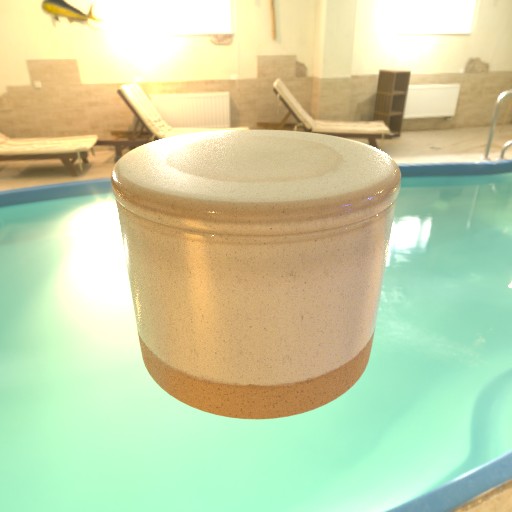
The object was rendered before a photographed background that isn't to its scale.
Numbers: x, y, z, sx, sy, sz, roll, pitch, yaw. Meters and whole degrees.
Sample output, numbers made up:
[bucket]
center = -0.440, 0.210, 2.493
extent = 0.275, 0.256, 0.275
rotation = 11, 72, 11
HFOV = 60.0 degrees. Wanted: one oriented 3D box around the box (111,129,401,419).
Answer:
[box]
center = 0.000, 0.000, 0.269
extent = 0.154, 0.123, 0.154
rotation = 0, 27, 0
